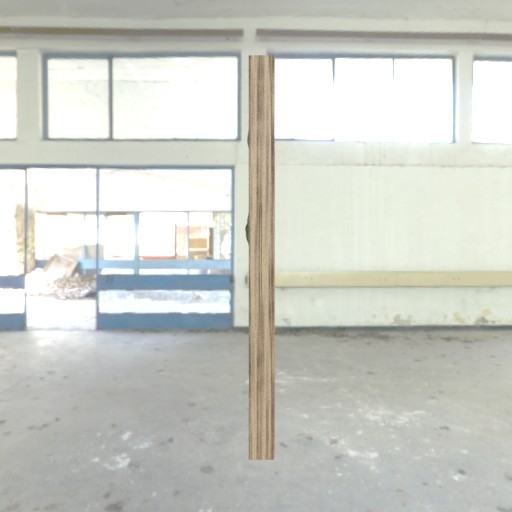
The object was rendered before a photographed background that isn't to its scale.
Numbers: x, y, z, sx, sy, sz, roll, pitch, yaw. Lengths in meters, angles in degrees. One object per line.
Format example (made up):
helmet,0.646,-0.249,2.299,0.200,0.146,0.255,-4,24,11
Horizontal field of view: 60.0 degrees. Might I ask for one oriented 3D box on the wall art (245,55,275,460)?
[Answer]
wall art,0.000,0.000,1.089,0.063,0.609,0.841,0,0,0
